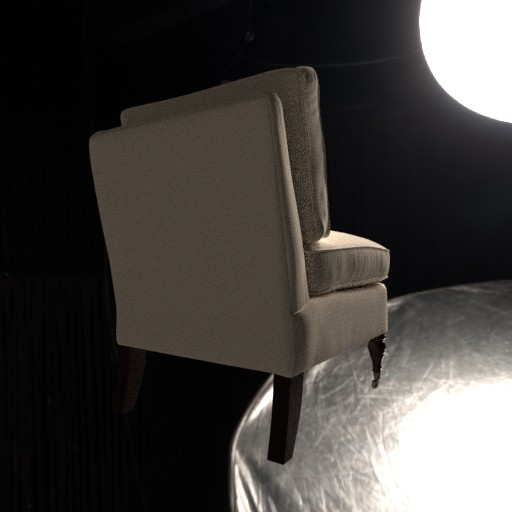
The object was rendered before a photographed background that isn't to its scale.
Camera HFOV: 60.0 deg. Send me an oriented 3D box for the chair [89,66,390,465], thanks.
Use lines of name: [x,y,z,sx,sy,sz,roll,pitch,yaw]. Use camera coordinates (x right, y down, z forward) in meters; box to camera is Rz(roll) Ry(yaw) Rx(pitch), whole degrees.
chair: [0.000,0.000,1.367,0.630,0.887,0.781,0,1,35]
